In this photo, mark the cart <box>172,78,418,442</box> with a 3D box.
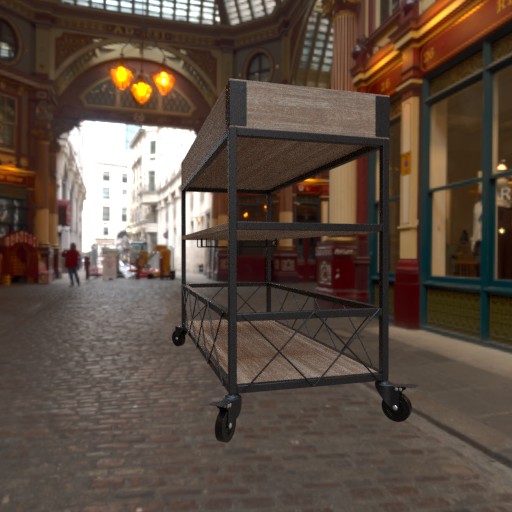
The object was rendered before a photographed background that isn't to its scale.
[{"bbox_3d":[0.000,0.000,1.497,0.500,0.787,1.101,0,1,-16],"label":"cart"}]
